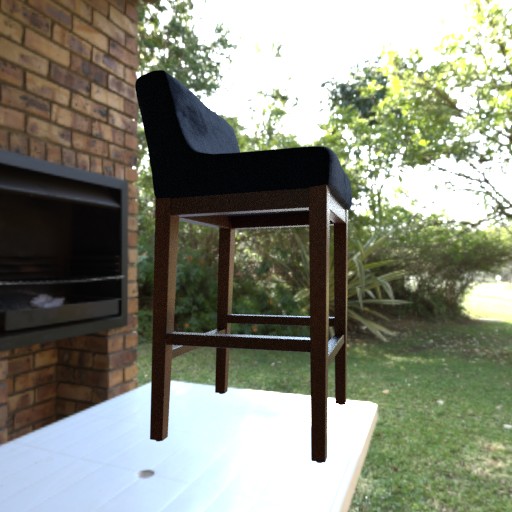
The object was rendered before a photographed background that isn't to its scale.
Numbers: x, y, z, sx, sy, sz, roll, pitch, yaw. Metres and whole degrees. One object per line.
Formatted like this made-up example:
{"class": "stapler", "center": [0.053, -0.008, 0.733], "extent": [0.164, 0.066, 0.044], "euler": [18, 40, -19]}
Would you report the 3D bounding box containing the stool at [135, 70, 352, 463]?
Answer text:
{"class": "stool", "center": [0.000, 0.000, 1.285], "extent": [0.516, 0.945, 0.511], "euler": [0, -1, 17]}
